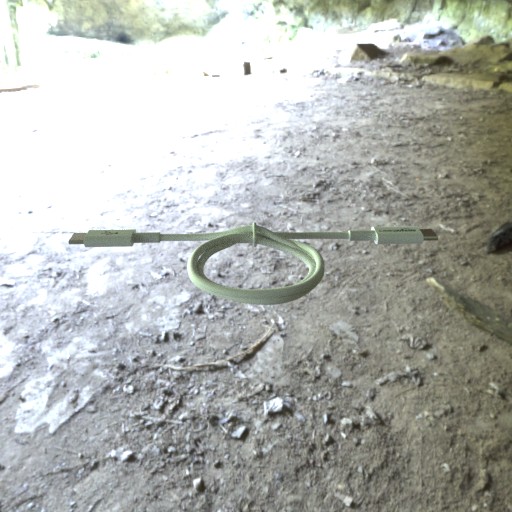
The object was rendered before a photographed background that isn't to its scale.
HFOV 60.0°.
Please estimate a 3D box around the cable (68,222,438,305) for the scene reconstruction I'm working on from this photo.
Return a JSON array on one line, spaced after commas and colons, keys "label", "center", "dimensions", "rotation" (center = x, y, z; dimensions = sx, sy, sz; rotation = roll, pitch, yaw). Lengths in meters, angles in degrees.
[{"label": "cable", "center": [0.000, 0.000, 0.223], "dimensions": [0.203, 0.014, 0.070], "rotation": [-1, 31, -1]}]
